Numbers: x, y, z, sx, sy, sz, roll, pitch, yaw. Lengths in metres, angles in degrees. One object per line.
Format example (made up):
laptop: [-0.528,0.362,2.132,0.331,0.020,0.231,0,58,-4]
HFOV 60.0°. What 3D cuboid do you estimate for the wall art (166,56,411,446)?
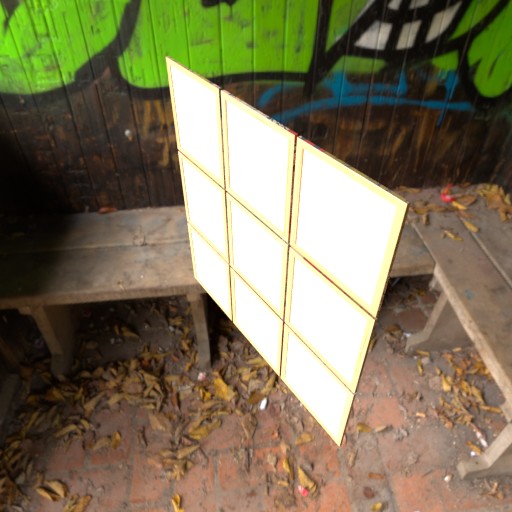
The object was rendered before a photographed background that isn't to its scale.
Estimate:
wall art: [0.000,0.000,1.781,0.013,1.218,1.206,-25,48,-25]
